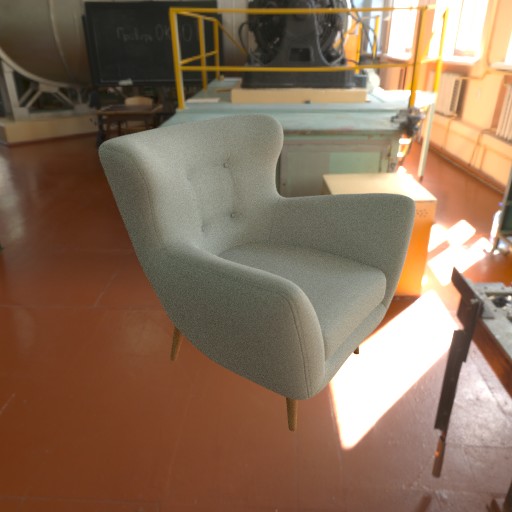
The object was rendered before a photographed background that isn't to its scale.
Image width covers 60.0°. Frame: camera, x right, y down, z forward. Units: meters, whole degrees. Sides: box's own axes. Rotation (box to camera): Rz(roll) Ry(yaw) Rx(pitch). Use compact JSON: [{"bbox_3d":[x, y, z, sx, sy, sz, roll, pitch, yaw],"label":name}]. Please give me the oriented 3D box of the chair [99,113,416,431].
[{"bbox_3d":[0.000,0.000,1.632,0.889,0.889,0.890,18,31,32],"label":"chair"}]
